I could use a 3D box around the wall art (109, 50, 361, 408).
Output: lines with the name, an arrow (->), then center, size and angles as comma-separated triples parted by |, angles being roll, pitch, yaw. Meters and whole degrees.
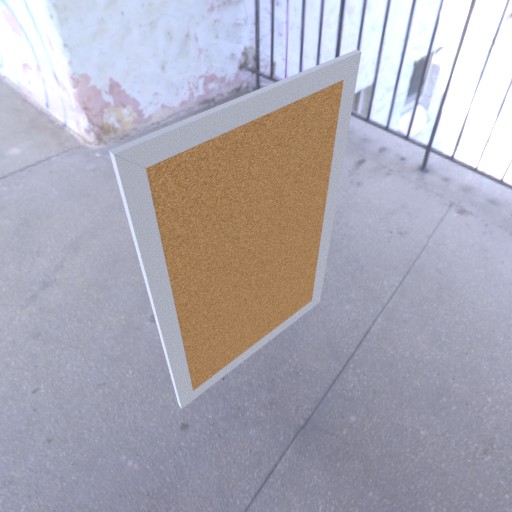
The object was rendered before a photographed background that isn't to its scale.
wall art -> 0.000, 0.000, 0.860 | 0.454, 0.659, 0.011 | -33, 54, -28
